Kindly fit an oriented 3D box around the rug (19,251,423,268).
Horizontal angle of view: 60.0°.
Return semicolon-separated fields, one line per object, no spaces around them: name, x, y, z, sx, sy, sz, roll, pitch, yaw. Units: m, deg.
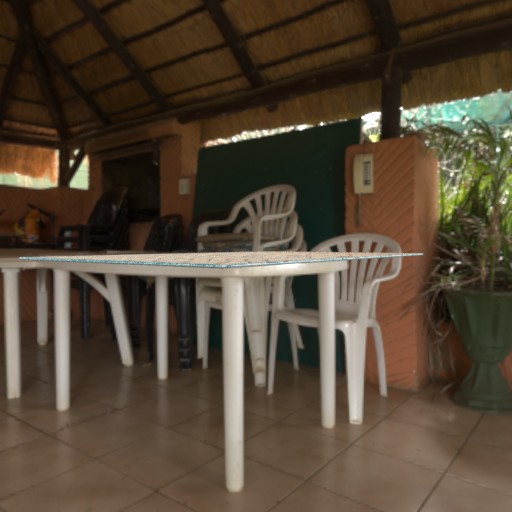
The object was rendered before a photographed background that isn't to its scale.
rug;0.000;0.000;3.022;1.524;0.015;2.438;1;2;37
